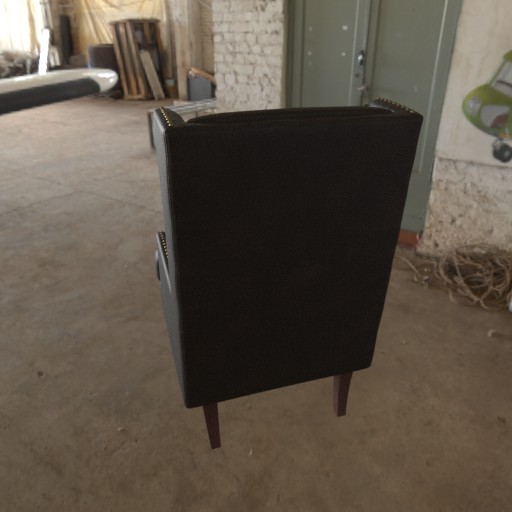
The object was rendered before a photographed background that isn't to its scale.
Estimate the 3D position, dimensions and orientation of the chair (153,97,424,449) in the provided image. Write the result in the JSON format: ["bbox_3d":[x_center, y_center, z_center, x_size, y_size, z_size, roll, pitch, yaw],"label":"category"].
[{"bbox_3d":[0.000,0.000,1.647,0.703,1.142,0.799,-8,27,-16],"label":"chair"}]
